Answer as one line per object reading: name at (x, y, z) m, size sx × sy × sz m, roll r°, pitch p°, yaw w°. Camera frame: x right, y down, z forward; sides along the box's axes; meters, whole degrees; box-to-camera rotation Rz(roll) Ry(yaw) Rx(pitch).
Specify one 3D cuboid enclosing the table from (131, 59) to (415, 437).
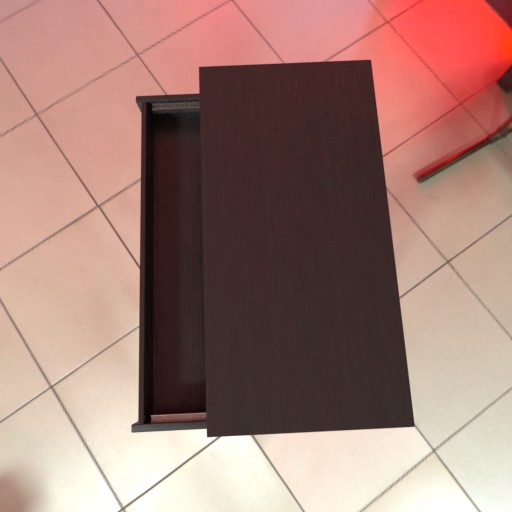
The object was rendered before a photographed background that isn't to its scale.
table at (0.000, 0.000, 1.441) m, size 0.712 × 0.570 × 1.000 m, roll -3°, pitch 77°, yaw -1°
